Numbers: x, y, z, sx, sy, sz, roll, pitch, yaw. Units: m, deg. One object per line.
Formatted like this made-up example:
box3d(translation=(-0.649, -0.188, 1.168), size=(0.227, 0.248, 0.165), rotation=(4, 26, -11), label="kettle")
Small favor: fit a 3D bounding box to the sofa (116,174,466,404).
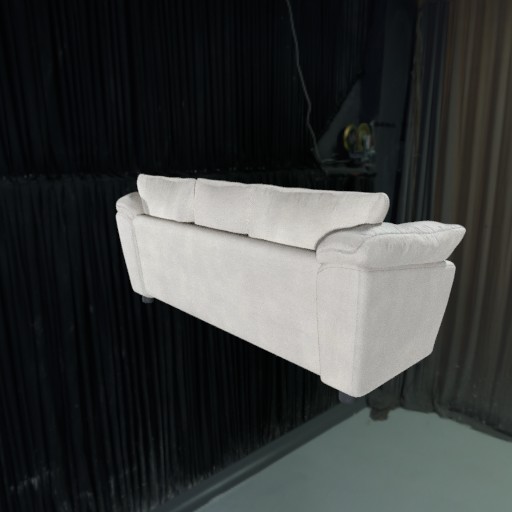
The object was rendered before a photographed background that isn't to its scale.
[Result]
box3d(translation=(0.000, 0.000, 2.893), size=(0.878, 0.996, 2.334), rotation=(-12, 18, -41), label="sofa")
